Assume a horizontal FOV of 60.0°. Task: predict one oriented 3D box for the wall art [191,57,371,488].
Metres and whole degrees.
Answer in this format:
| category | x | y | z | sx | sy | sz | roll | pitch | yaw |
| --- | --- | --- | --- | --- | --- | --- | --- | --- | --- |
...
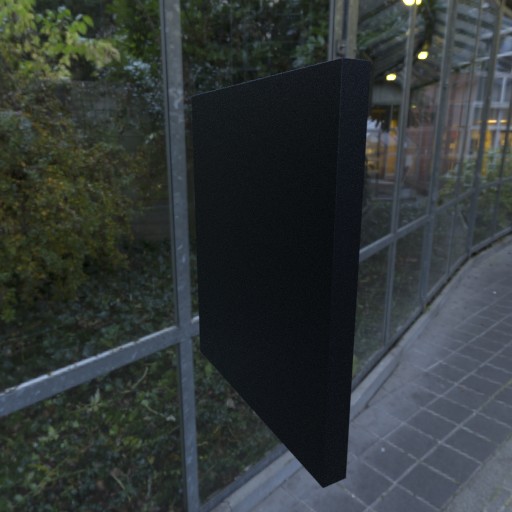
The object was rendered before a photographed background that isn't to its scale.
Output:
| category | x | y | z | sx | sy | sz | roll | pitch | yaw |
| --- | --- | --- | --- | --- | --- | --- | --- | --- | --- |
| wall art | 0.000 | 0.000 | 0.521 | 0.028 | 0.380 | 0.325 | -8 | 16 | -27 |
